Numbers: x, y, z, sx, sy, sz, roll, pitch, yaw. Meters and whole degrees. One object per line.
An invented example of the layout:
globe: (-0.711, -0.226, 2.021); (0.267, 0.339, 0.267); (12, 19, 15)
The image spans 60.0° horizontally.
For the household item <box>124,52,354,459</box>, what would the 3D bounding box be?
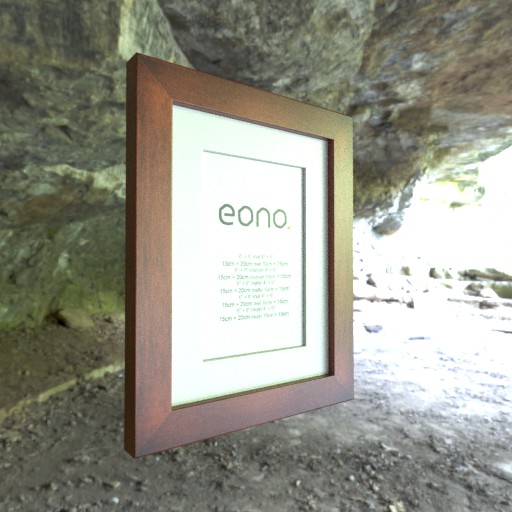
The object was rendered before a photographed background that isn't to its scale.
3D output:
household item: (0.000, 0.000, 0.340); (0.200, 0.250, 0.020); (1, -1, -37)
